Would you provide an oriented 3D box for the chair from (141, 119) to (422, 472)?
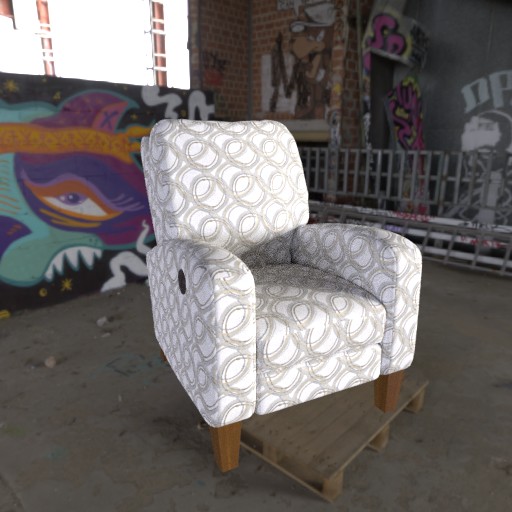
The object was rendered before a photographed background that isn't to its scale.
[{"bbox_3d":[0.000,0.000,1.766,0.796,1.065,0.995,-8,17,-26],"label":"chair"}]
